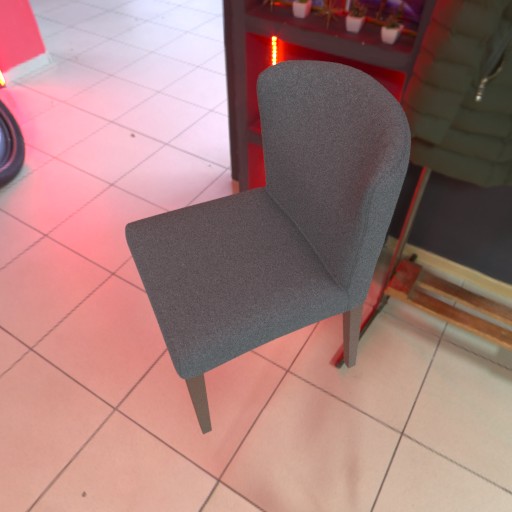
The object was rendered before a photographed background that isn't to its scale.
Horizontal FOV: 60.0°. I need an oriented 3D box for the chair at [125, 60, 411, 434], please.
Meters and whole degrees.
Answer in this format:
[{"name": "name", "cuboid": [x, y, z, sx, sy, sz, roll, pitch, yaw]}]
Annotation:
[{"name": "chair", "cuboid": [0.000, 0.000, 1.166, 0.592, 0.839, 0.491, -20, 51, -17]}]
